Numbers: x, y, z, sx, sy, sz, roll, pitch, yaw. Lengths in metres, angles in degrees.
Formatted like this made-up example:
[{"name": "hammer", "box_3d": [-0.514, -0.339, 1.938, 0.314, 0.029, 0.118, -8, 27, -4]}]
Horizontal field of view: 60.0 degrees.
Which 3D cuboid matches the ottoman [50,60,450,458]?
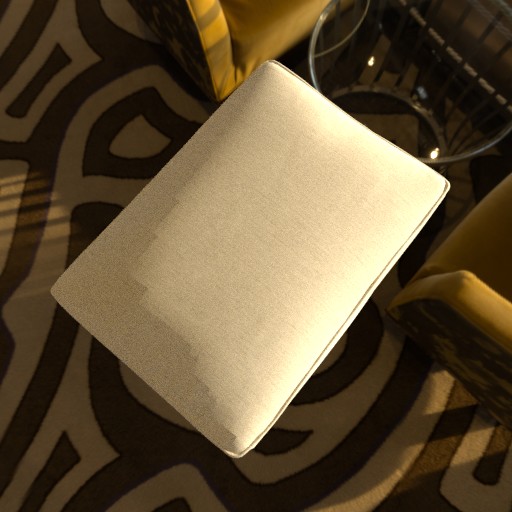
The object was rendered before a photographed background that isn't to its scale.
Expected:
[{"name": "ottoman", "box_3d": [0.000, 0.000, 0.971, 0.501, 0.406, 0.665, 38, 79, 9]}]
